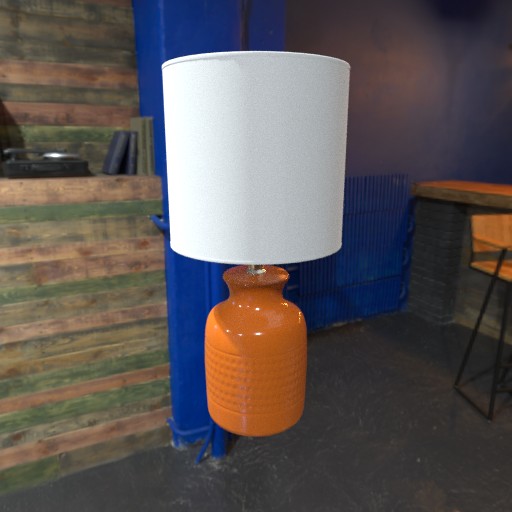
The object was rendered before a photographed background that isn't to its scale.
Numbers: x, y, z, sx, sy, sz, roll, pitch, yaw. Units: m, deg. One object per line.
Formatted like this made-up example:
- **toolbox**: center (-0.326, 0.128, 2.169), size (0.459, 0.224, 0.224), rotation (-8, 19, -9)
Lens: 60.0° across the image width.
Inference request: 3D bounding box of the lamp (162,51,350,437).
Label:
- **lamp**: center (0.000, 0.000, 1.111), size (0.418, 0.871, 0.418), rotation (-7, 16, -24)
